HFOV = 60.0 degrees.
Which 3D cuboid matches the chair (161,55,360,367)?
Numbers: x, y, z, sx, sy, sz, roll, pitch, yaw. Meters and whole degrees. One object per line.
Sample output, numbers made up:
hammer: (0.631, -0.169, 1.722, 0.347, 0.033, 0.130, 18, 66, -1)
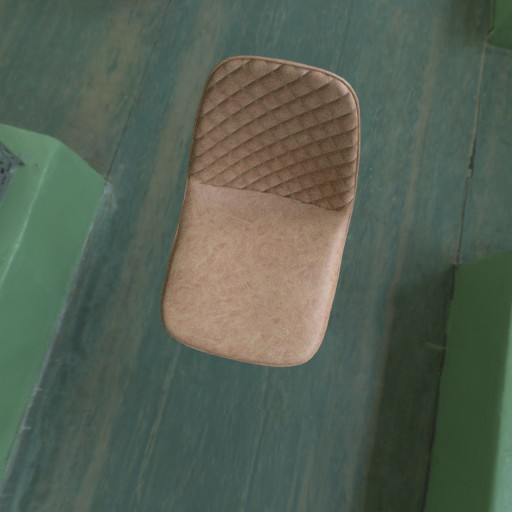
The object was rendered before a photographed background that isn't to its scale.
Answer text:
chair: (0.000, 0.000, 1.202, 0.472, 0.889, 0.561, 12, 76, 3)
